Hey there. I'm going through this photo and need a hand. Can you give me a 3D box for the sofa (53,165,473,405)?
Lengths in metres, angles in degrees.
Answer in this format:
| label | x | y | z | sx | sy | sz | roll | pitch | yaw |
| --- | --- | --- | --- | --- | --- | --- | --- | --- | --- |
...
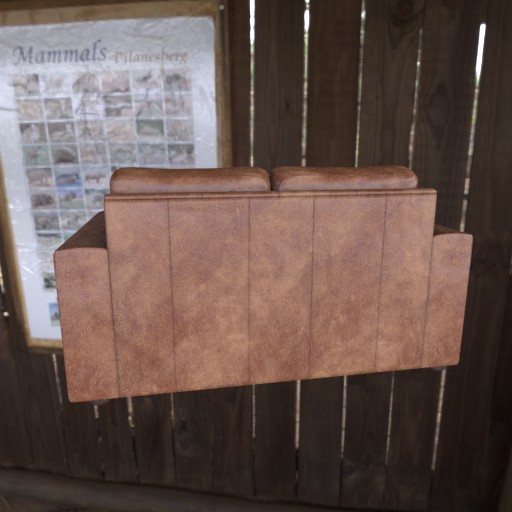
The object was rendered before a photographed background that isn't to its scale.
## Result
| label | x | y | z | sx | sy | sz | roll | pitch | yaw |
| --- | --- | --- | --- | --- | --- | --- | --- | --- | --- |
| sofa | 0.000 | 0.000 | 2.185 | 1.626 | 0.889 | 1.041 | -3 | 14 | -10 |
